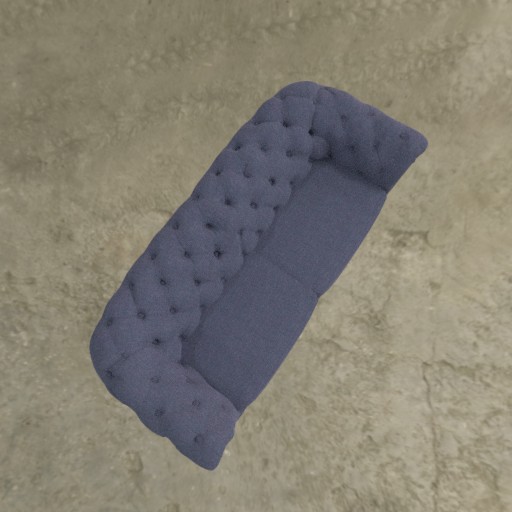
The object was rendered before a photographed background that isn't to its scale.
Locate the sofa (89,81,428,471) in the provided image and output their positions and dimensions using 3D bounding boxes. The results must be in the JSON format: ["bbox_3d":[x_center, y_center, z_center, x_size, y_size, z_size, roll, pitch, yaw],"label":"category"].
[{"bbox_3d":[0.000,0.000,2.894,1.046,0.836,2.335,34,78,8],"label":"sofa"}]
